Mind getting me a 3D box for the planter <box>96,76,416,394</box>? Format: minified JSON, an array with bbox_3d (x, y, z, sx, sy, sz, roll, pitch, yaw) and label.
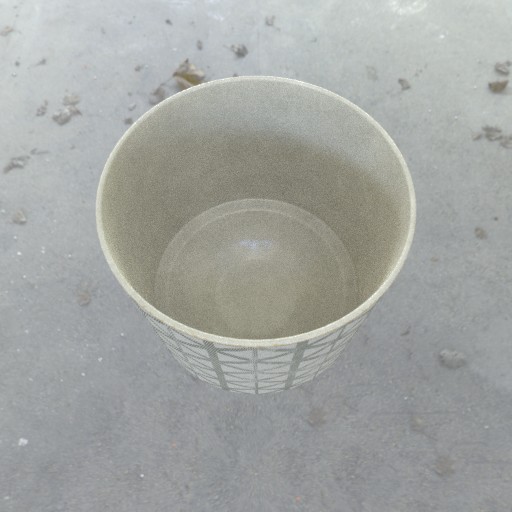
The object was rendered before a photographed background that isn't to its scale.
[{"bbox_3d":[0.000,0.000,0.455,0.250,0.239,0.250,0,64,0],"label":"planter"}]
